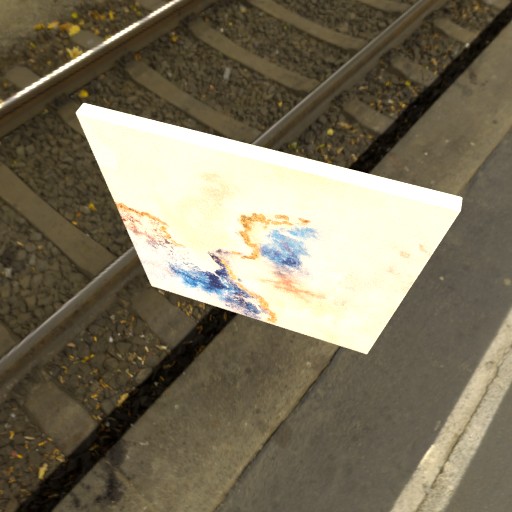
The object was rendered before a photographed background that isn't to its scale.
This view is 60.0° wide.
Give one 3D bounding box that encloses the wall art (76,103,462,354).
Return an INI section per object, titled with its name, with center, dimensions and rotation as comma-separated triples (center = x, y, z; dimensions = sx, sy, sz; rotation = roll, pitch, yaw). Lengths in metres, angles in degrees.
[wall art]
center = 0.000, 0.000, 1.361
dimensions = 0.889, 0.889, 0.038
rotation = 16, 60, 10
